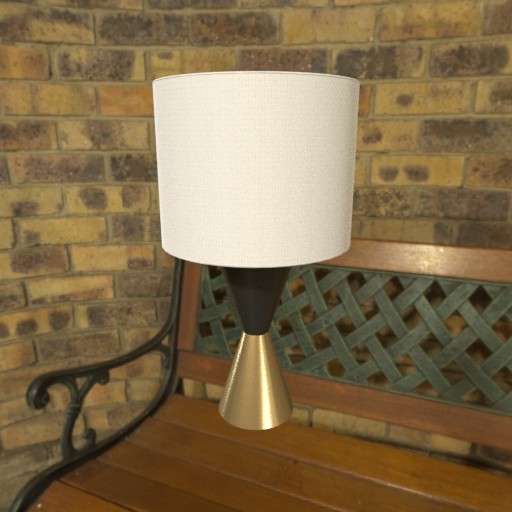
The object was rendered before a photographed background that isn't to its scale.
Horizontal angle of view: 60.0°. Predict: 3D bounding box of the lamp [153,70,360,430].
[{"bbox_3d":[0.000,0.000,0.738,0.304,0.573,0.304,-2,16,-8],"label":"lamp"}]
